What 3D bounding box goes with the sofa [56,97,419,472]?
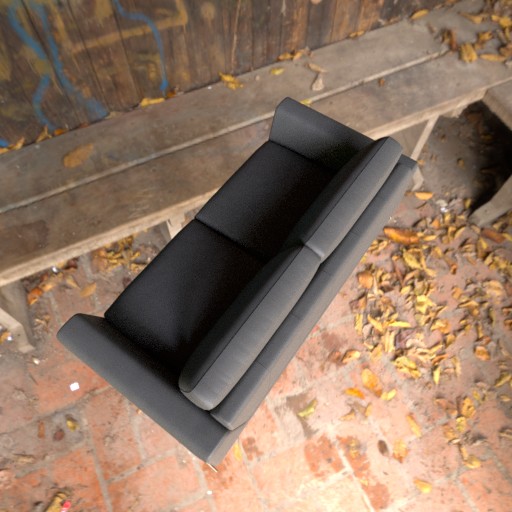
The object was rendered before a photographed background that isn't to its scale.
[{"bbox_3d":[0.000,0.000,2.517,0.953,0.875,2.017,33,66,16],"label":"sofa"}]
